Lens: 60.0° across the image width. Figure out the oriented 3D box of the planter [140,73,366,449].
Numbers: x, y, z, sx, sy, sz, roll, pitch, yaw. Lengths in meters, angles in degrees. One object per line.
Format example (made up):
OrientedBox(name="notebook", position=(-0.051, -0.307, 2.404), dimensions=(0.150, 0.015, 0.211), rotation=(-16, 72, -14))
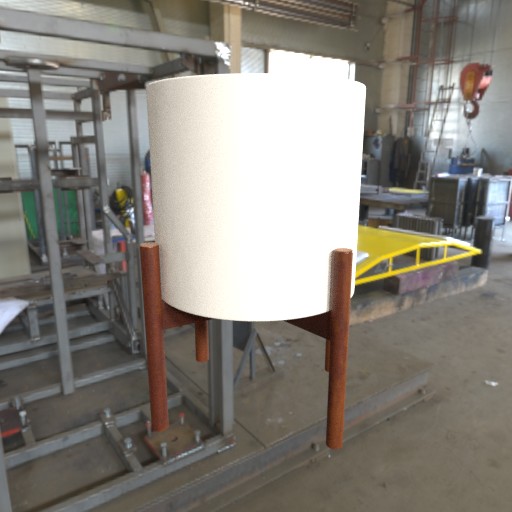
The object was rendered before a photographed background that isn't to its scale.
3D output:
OrientedBox(name="planter", position=(0.000, 0.000, 0.947), dimensions=(0.417, 0.670, 0.417), rotation=(2, 14, 9))
